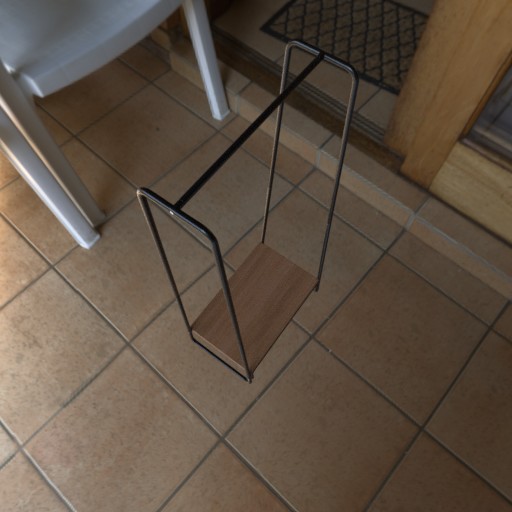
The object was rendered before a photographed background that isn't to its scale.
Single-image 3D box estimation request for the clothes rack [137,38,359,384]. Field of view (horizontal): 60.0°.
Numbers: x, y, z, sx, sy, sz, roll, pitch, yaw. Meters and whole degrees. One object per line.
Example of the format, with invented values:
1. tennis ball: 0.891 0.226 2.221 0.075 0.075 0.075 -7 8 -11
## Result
1. clothes rack: 0.000 0.000 1.765 0.400 1.500 0.640 33 68 15
